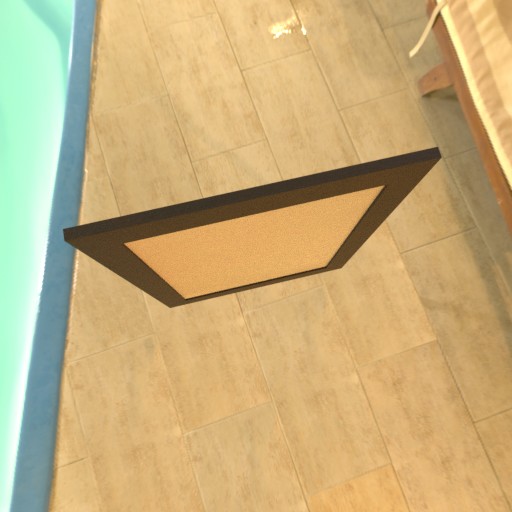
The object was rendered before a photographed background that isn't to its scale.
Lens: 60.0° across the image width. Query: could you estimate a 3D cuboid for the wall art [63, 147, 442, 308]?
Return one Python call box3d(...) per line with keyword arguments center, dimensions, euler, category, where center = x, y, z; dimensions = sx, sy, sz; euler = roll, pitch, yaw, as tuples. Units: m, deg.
box3d(center=(0.000, 0.000, 0.658), dimensions=(0.359, 0.508, 0.013), euler=(-13, 77, -3), category="wall art")
